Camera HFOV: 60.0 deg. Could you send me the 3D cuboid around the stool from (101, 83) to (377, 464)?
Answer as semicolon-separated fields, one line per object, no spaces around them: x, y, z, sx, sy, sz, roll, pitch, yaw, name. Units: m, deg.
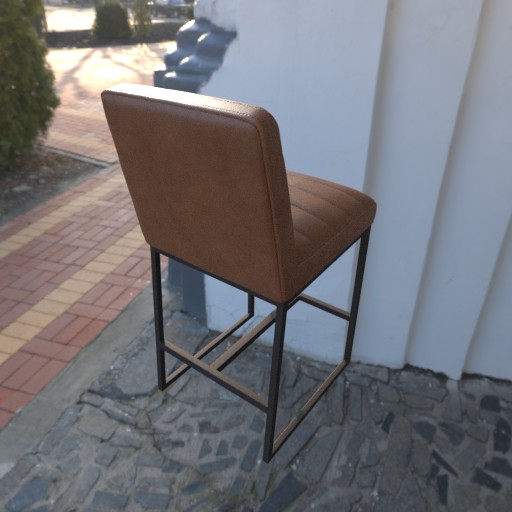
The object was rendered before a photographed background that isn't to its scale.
0.000;0.000;1.238;0.458;0.940;0.556;21;37;31;stool
